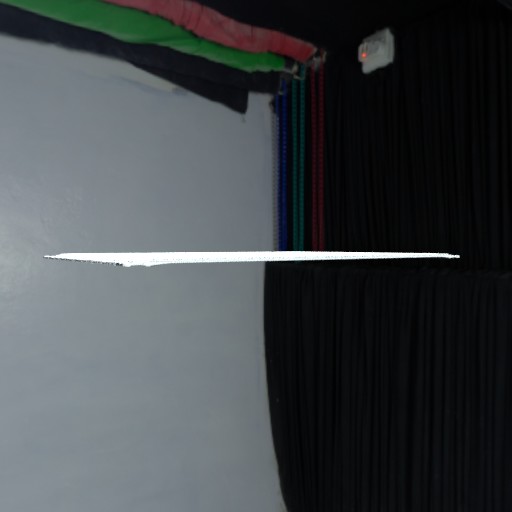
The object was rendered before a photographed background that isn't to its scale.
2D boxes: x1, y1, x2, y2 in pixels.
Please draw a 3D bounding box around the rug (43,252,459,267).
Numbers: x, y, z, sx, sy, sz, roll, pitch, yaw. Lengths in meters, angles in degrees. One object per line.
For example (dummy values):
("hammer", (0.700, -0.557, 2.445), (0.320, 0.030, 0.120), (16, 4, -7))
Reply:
("rug", (0.000, 0.000, 2.902), (2.307, 0.031, 1.494), (-1, 1, -36))
